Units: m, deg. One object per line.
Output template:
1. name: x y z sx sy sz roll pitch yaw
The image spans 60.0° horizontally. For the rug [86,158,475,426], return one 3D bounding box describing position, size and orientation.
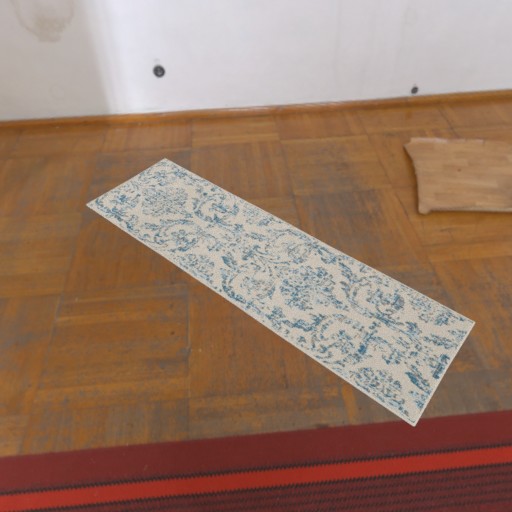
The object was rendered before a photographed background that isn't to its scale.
1. rug: 0.000 0.000 2.442 2.196 0.011 0.662 31 53 26
